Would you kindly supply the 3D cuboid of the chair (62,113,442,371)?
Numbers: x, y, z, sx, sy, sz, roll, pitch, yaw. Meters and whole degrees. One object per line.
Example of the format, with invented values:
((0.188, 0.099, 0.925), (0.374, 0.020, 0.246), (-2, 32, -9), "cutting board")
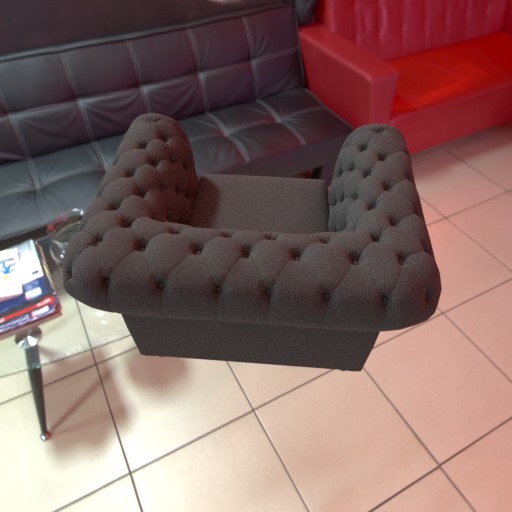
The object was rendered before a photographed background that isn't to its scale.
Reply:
((0.000, 0.000, 1.880), (1.270, 0.770, 0.976), (4, 47, 3), "chair")
